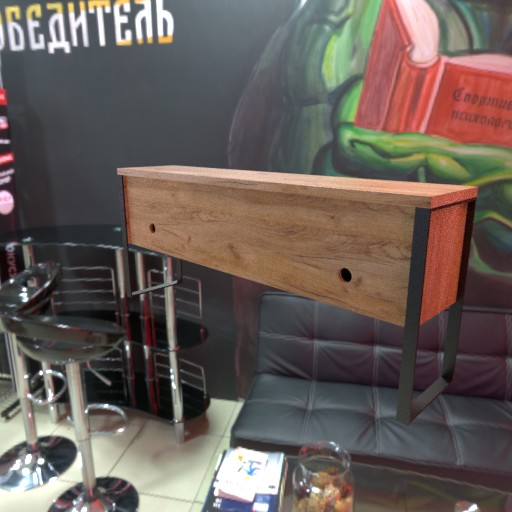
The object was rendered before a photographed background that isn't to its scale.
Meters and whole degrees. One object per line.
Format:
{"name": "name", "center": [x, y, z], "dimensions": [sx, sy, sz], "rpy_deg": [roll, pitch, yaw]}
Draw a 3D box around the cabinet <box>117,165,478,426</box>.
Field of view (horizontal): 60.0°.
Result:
{"name": "cabinet", "center": [0.000, 0.000, 2.119], "dimensions": [1.800, 0.762, 0.395], "rpy_deg": [14, 20, 43]}
